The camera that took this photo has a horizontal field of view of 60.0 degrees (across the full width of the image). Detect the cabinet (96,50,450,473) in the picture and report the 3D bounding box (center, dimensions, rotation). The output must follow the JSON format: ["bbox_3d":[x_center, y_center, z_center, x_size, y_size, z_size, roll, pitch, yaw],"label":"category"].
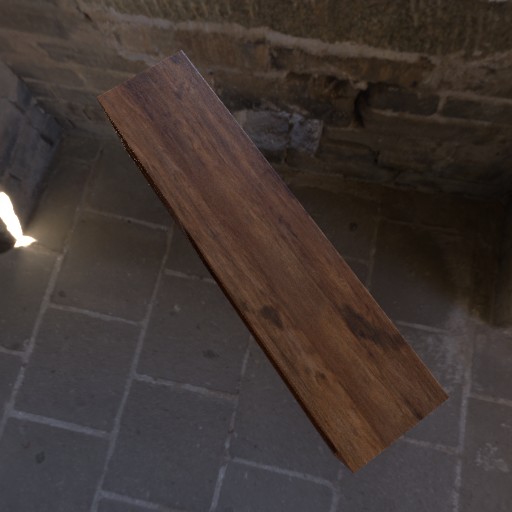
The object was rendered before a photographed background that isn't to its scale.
[{"bbox_3d":[0.000,0.000,1.657,0.349,0.528,1.448,-34,77,-9],"label":"cabinet"}]
